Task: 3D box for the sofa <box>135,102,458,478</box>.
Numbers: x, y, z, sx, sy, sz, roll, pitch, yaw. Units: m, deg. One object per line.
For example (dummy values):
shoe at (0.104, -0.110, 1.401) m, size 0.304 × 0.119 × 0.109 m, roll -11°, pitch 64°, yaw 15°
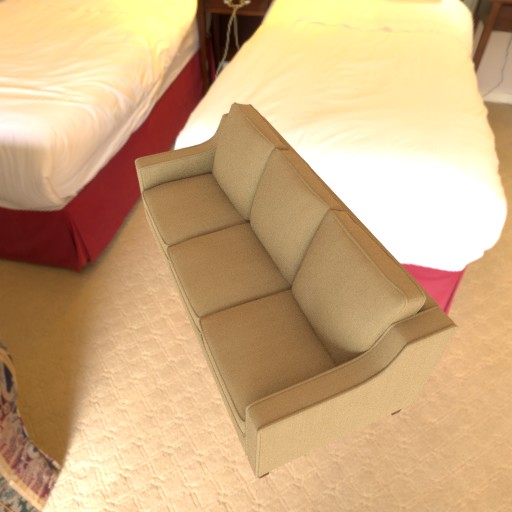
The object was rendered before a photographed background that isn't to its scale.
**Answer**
sofa at (0.000, 0.000, 2.522) m, size 0.911 × 0.974 × 1.986 m, roll -18°, pitch 48°, yaw -17°
